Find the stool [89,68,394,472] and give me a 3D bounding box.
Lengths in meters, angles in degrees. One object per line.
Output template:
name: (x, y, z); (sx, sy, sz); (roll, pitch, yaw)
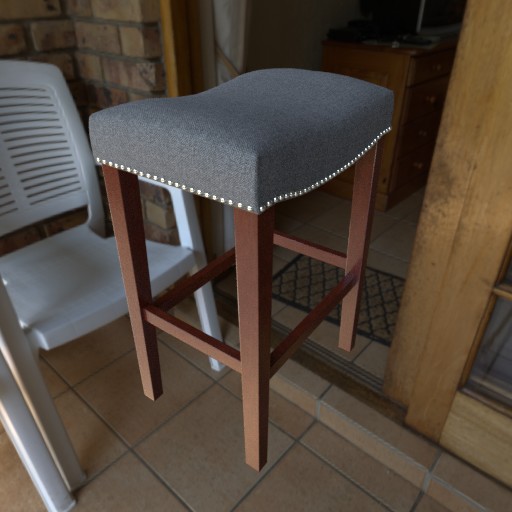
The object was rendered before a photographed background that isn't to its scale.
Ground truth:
stool: (0.000, 0.000, 1.021); (0.372, 0.742, 0.504); (21, 38, 30)
